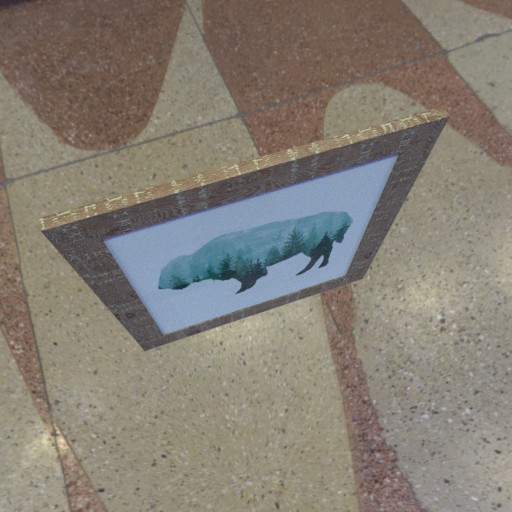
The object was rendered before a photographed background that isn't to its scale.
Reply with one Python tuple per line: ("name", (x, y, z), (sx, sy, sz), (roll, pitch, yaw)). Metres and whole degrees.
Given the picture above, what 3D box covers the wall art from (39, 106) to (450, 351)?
("wall art", (0.000, 0.000, 0.565), (0.380, 0.380, 0.022), (-17, 65, -8))
